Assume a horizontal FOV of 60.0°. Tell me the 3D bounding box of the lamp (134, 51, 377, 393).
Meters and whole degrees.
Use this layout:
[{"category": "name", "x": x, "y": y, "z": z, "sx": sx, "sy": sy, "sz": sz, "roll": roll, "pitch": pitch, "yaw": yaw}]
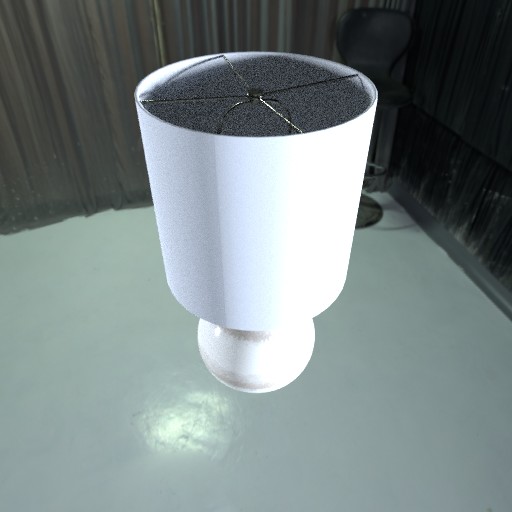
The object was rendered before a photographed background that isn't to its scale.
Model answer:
[{"category": "lamp", "x": 0.000, "y": 0.000, "z": 0.533, "sx": 0.217, "sy": 0.404, "sz": 0.217, "roll": -13, "pitch": 42, "yaw": -15}]
